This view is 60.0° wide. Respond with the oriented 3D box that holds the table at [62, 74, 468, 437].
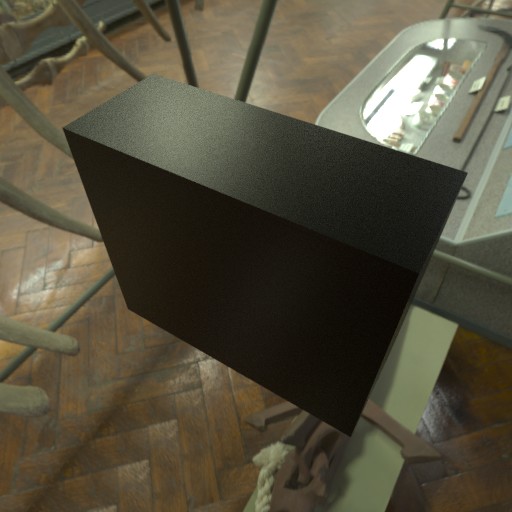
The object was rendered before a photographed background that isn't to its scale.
[{"bbox_3d":[0.000,0.000,1.368,0.930,0.790,0.380,24,52,21],"label":"table"}]
